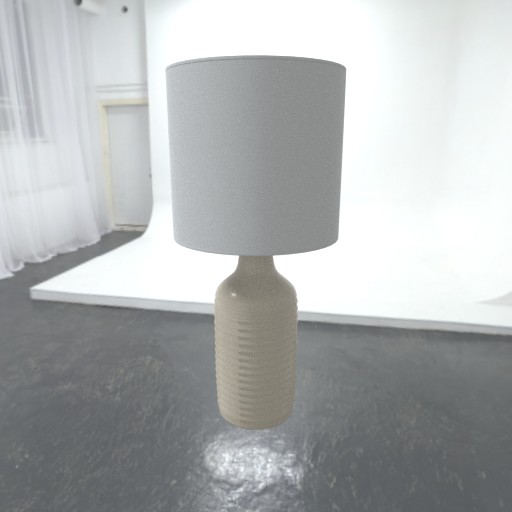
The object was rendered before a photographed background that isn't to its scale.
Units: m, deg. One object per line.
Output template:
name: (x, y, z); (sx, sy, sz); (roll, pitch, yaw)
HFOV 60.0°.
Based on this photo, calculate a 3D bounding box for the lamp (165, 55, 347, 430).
lamp: (0.000, 0.000, 0.611); (0.220, 0.475, 0.220); (-2, 15, -8)
